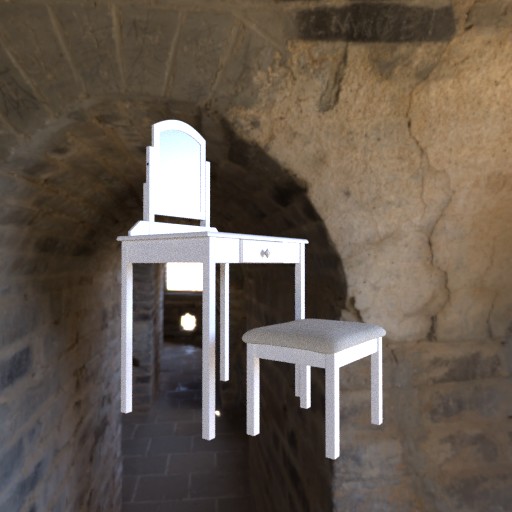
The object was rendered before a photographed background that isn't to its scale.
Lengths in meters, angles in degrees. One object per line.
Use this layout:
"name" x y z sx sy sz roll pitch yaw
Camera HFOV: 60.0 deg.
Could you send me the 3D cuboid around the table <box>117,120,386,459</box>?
"table" 0.000 0.000 2.318 1.211 1.631 0.876 -1 -1 37
